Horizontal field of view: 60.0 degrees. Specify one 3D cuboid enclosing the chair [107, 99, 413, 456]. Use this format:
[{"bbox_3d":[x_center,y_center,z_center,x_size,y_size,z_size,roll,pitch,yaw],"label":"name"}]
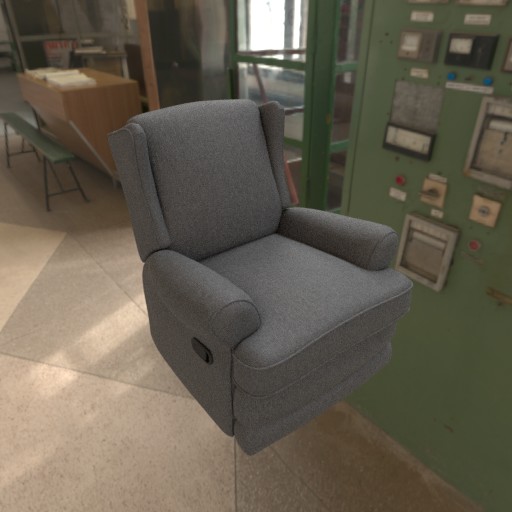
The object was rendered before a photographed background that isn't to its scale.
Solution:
[{"bbox_3d":[0.000,0.000,1.692,0.847,1.011,0.969,-21,36,-32],"label":"chair"}]
